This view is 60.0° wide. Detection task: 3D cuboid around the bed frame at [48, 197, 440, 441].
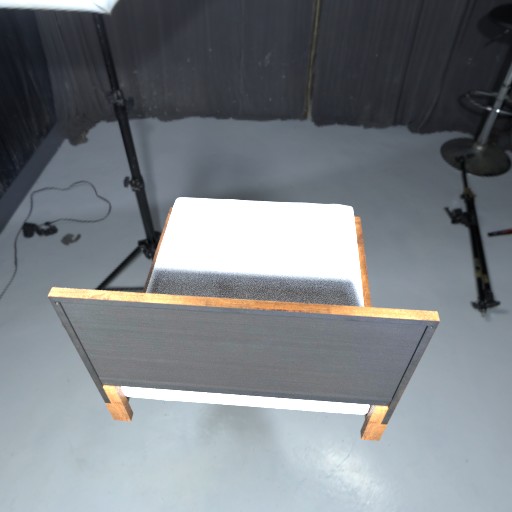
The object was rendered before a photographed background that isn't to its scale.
[{"bbox_3d":[0.000,0.000,3.612,2.038,1.537,2.235,3,46,3],"label":"bed frame"}]
